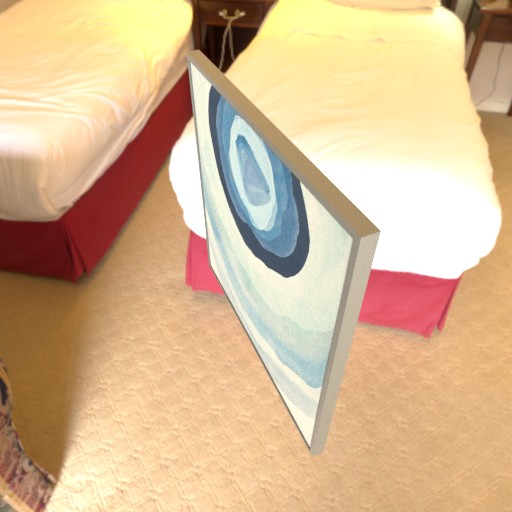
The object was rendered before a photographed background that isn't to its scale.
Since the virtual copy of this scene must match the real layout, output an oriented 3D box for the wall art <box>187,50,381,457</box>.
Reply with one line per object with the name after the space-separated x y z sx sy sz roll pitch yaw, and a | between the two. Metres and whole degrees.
0.000 0.000 1.198 0.038 0.807 0.809 -18 47 -17 | wall art
